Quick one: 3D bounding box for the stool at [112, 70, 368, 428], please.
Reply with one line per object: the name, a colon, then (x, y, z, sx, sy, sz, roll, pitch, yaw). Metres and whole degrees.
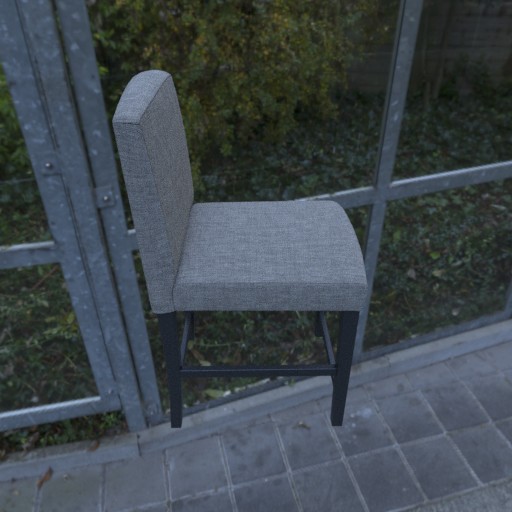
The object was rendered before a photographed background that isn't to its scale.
stool: (0.000, 0.000, 1.252, 0.552, 0.966, 0.451, -1, 33, -1)
